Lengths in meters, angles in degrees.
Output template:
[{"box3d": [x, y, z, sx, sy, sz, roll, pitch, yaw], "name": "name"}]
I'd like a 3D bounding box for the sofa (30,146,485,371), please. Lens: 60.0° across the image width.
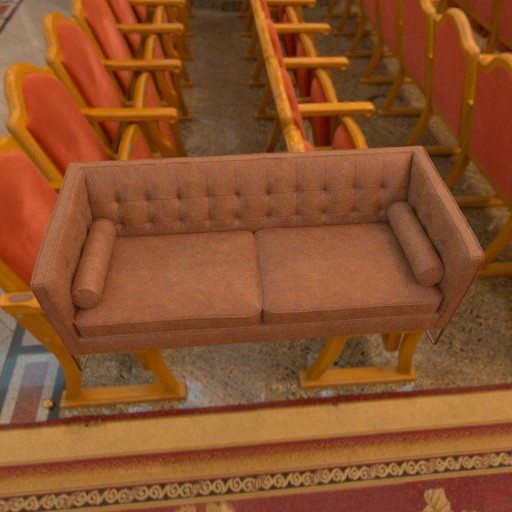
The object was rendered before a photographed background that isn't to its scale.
[{"box3d": [0.000, 0.000, 2.545, 2.079, 0.798, 0.912, -3, 47, -3], "name": "sofa"}]
